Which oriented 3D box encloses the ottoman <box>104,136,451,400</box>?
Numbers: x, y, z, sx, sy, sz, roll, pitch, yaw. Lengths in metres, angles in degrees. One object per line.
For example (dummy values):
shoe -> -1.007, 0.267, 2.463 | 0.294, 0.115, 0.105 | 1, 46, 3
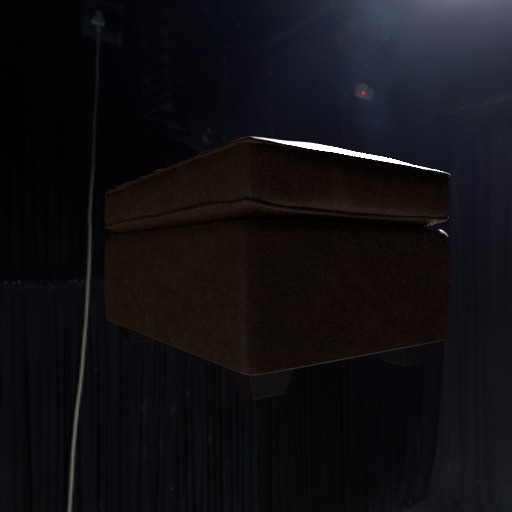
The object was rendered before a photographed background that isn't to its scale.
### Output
ottoman -> 0.000, 0.000, 1.110 | 0.554, 0.468, 0.756 | 0, 0, -35
